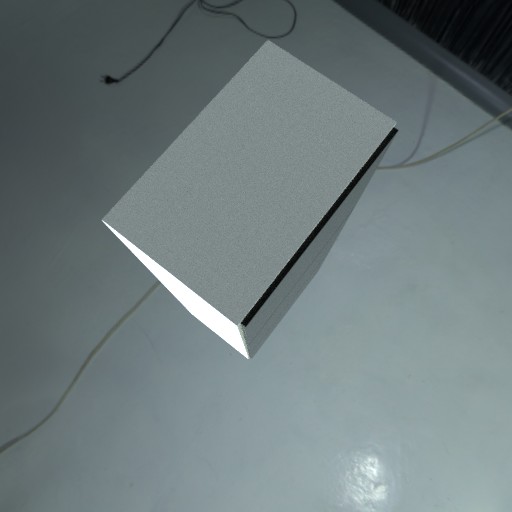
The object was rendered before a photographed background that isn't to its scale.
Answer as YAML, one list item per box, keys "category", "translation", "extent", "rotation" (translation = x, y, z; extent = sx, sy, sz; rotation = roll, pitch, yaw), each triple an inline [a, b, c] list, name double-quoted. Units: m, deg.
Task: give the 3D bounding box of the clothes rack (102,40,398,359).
- category: "clothes rack"
  translation: [0.000, 0.000, 1.406]
  extent: [0.330, 1.187, 0.500]
  rotation: [37, 78, 10]
